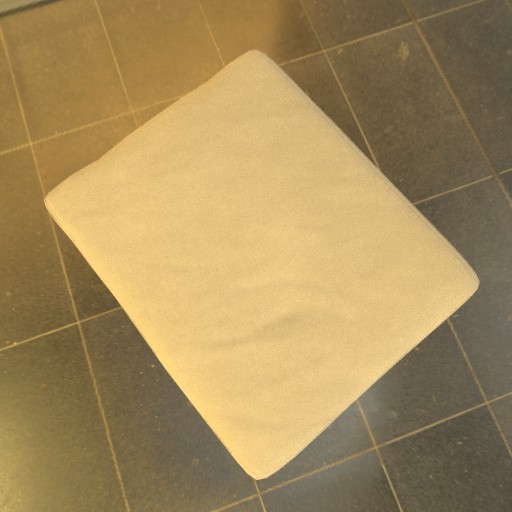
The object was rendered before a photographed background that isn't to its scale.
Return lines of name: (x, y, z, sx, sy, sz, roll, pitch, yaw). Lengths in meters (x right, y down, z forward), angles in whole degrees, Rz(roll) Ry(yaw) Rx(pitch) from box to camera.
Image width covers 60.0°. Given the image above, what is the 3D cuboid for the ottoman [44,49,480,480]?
ottoman: (0.000, 0.000, 1.432, 0.836, 0.492, 1.002, -39, 79, -9)
